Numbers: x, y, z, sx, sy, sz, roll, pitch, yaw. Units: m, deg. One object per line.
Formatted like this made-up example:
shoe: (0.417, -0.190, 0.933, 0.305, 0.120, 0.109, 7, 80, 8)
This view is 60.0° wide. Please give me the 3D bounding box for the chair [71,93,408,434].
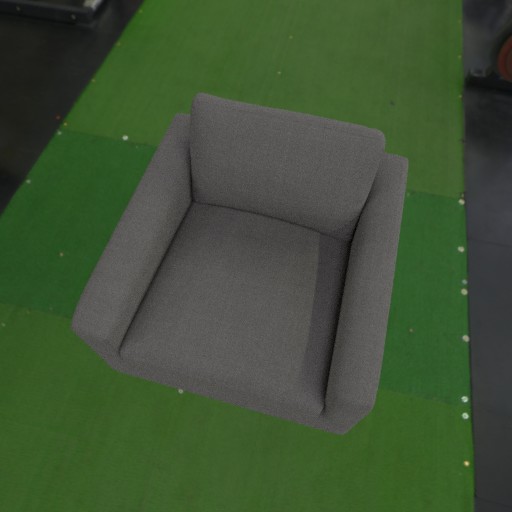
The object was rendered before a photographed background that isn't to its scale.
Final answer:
chair: (0.000, 0.000, 1.845, 1.070, 0.847, 1.100, 13, 60, 8)
